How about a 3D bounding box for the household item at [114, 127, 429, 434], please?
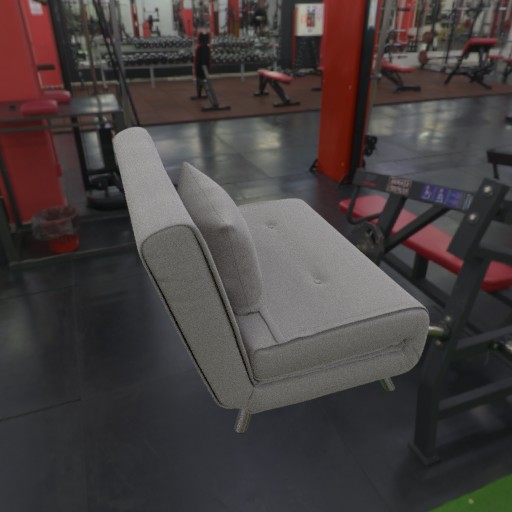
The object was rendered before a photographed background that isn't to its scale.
[{"bbox_3d":[0.000,0.000,1.662,0.874,0.800,1.000,-9,31,-16],"label":"household item"}]
